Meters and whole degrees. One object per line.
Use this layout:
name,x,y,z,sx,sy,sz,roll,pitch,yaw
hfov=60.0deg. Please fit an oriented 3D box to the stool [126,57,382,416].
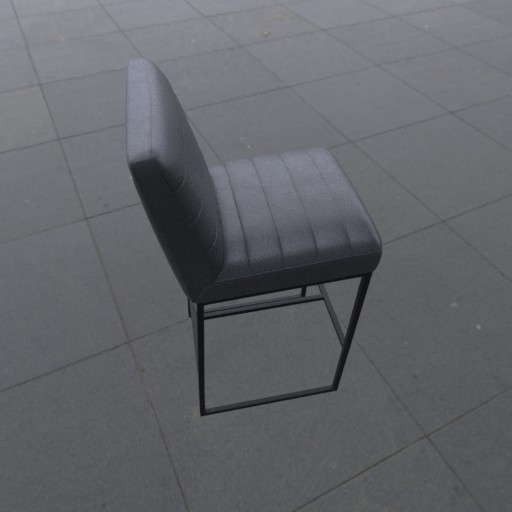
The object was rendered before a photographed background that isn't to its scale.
stool,0.000,0.000,1.314,0.552,1.040,0.457,-8,47,-8
